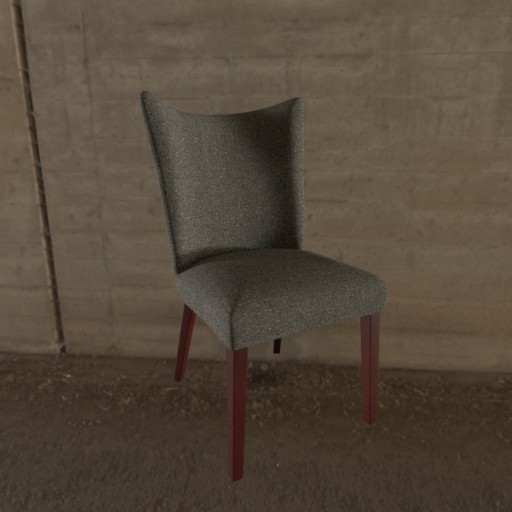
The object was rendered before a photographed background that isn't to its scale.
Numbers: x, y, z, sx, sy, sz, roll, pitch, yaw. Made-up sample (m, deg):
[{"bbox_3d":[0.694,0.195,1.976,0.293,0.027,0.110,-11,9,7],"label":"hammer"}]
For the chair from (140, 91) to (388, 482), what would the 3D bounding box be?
[{"bbox_3d":[0.000,0.000,1.315,0.535,0.924,0.623,-9,19,-28],"label":"chair"}]
